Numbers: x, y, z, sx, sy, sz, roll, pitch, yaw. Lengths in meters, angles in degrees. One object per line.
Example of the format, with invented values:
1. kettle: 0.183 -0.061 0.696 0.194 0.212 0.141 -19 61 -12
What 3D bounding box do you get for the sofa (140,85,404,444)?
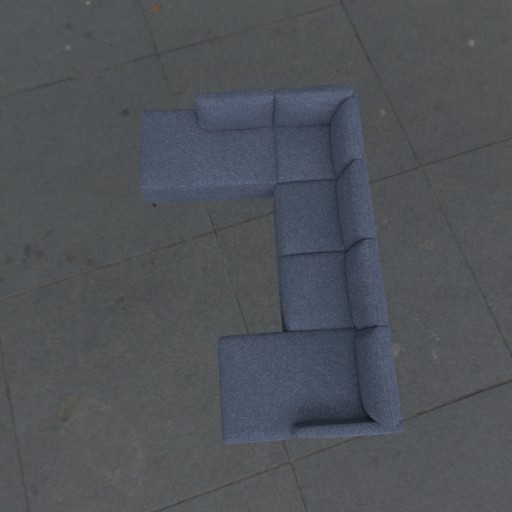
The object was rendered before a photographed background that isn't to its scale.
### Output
1. sofa: 0.000 0.000 3.781 2.007 0.813 2.956 -3 75 -1
